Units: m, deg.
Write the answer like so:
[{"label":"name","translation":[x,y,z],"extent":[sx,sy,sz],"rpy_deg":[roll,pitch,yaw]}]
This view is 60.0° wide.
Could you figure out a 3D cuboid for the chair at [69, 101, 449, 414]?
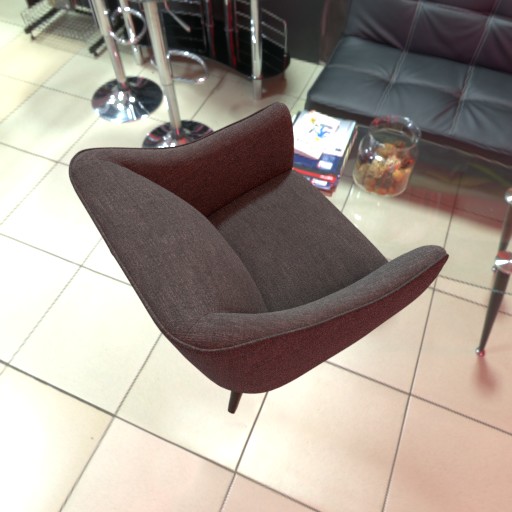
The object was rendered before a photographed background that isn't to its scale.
[{"label":"chair","translation":[0.000,0.000,1.520],"extent":[0.851,0.829,0.870],"rpy_deg":[-30,61,-18]}]
